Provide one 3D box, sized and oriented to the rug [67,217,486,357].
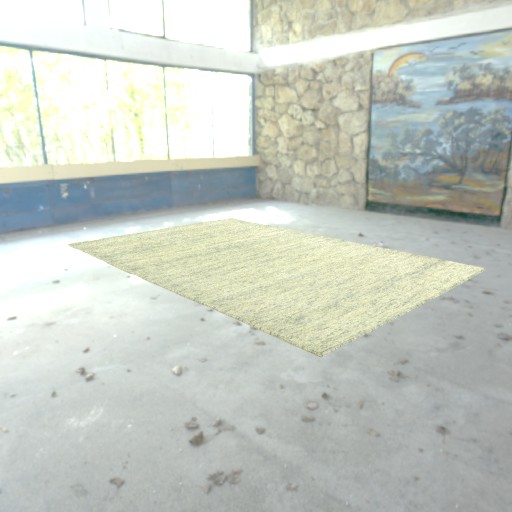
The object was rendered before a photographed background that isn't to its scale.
[{"bbox_3d":[0.000,0.000,2.305,1.243,0.014,1.846,-14,21,-42],"label":"rug"}]
